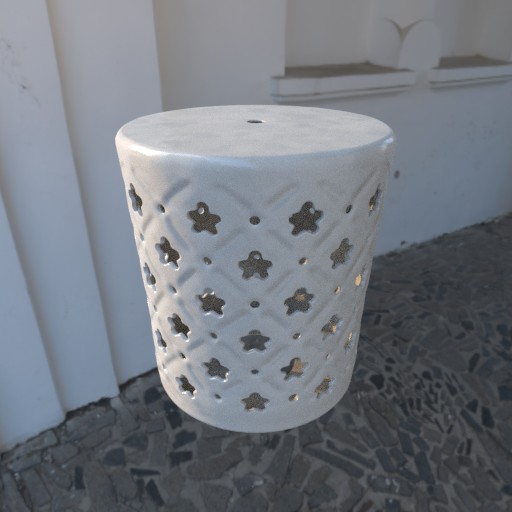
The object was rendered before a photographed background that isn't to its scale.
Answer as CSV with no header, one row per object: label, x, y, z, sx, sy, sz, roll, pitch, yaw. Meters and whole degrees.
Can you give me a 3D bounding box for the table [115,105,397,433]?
table,0.000,0.000,0.656,0.352,0.387,0.352,0,27,0
